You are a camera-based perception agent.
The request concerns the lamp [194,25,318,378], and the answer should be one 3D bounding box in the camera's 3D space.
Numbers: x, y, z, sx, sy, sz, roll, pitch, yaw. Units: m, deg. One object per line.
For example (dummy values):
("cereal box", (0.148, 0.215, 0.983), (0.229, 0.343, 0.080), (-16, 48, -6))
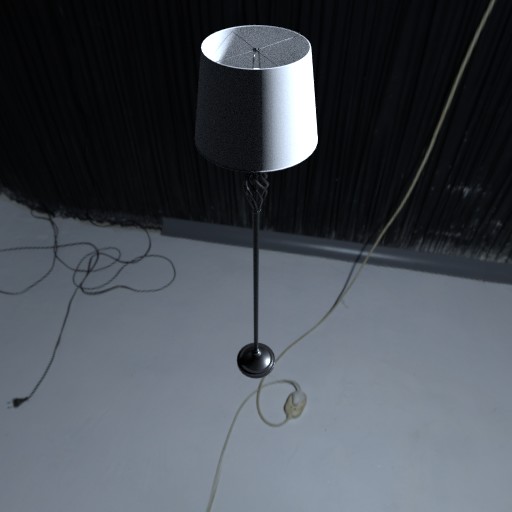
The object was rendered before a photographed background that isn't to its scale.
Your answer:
("lamp", (0.000, 0.000, 1.764), (0.379, 1.623, 0.379), (0, 47, 0))
